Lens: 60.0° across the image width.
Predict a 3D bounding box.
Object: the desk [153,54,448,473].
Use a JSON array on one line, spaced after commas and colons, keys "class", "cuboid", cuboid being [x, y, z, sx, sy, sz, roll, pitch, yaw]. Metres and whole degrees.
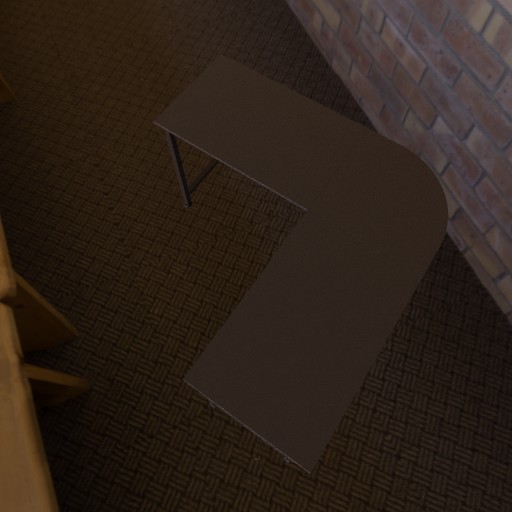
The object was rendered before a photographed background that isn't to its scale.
[{"class": "desk", "cuboid": [0.000, 0.000, 2.230, 1.400, 0.762, 1.400, 32, 69, 14]}]
